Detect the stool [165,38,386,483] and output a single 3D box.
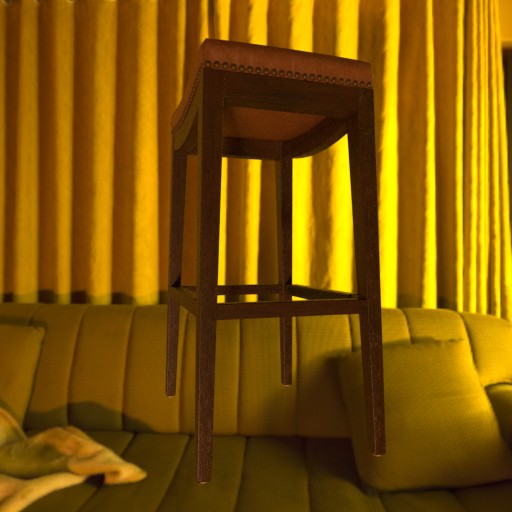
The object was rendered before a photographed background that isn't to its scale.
[{"bbox_3d":[0.000,0.000,1.022,0.361,0.759,0.500,0,0,-17],"label":"stool"}]
